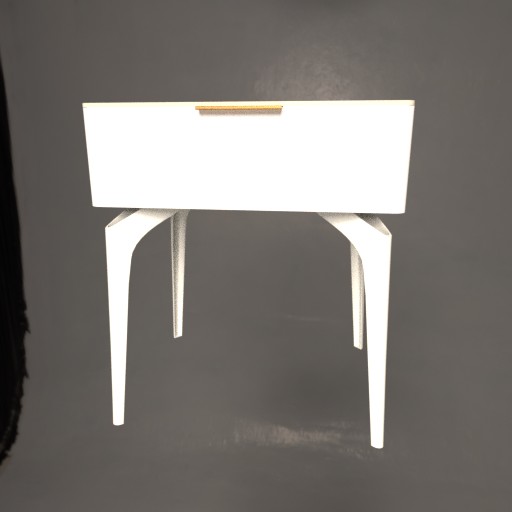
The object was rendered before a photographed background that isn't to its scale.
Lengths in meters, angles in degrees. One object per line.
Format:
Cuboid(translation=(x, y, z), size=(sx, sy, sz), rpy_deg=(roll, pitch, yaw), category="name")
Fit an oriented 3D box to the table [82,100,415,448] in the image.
Cuboid(translation=(0.000, 0.000, 0.899), size=(0.500, 0.570, 0.400), rpy_deg=(2, 16, 7), category="table")
